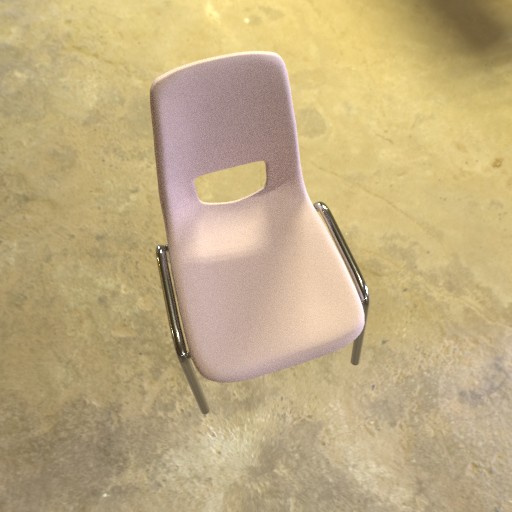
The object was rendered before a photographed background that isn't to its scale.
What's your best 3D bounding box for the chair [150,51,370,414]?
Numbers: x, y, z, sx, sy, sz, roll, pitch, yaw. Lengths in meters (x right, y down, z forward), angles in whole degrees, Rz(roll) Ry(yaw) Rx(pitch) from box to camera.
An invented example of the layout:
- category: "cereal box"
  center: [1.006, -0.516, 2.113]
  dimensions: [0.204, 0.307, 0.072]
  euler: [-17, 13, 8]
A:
- category: "chair"
  center: [0.000, 0.000, 0.780]
  dimensions: [0.354, 0.537, 0.385]
  euler: [-16, 65, -8]
